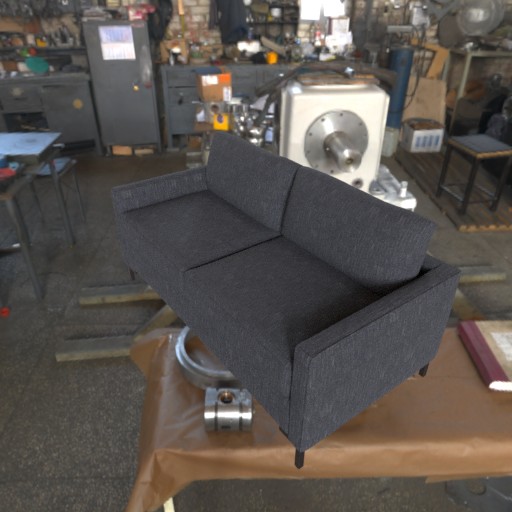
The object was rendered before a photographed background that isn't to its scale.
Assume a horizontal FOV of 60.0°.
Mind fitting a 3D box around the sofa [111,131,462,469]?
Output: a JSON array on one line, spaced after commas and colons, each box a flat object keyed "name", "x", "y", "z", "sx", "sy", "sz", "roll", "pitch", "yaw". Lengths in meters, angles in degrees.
[{"name": "sofa", "x": 0.000, "y": 0.000, "z": 2.264, "sx": 0.866, "sy": 0.862, "sz": 1.716, "roll": -21, "pitch": 38, "yaw": -31}]
